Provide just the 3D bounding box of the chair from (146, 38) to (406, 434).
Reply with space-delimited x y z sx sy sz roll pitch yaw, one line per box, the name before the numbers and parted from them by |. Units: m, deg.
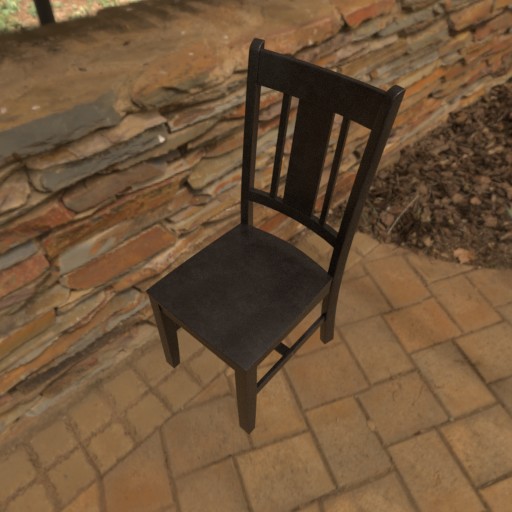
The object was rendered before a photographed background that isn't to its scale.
chair | 0.000 0.000 1.324 0.450 0.998 0.555 32 55 27
